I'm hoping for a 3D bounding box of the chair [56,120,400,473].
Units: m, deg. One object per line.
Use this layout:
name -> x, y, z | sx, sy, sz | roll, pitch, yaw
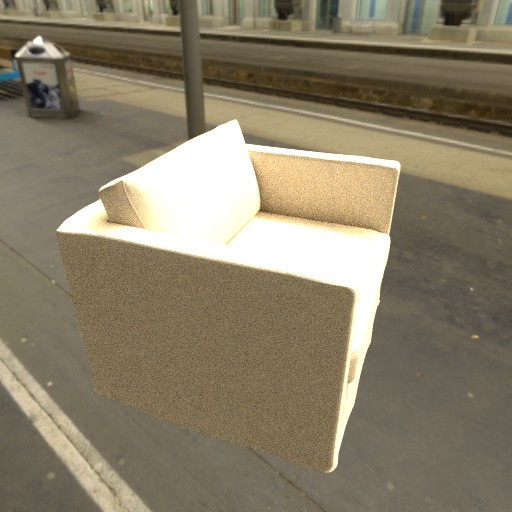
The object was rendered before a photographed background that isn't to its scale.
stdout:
chair -> 0.000, 0.000, 1.736 | 0.947, 0.851, 1.057 | 11, 32, 19
